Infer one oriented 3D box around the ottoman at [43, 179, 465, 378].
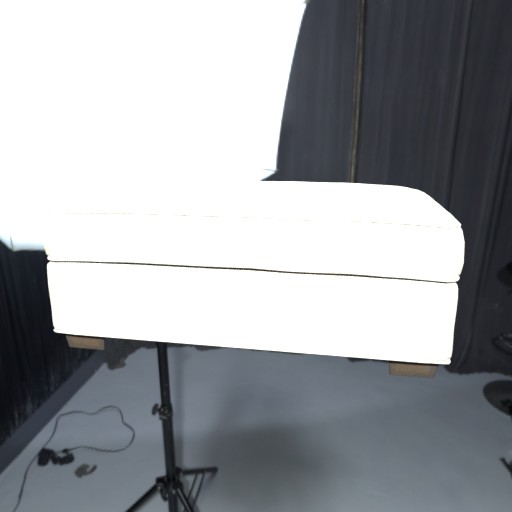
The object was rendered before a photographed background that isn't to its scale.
[{"bbox_3d":[0.000,0.000,1.430,1.097,0.448,0.617,3,17,9],"label":"ottoman"}]
